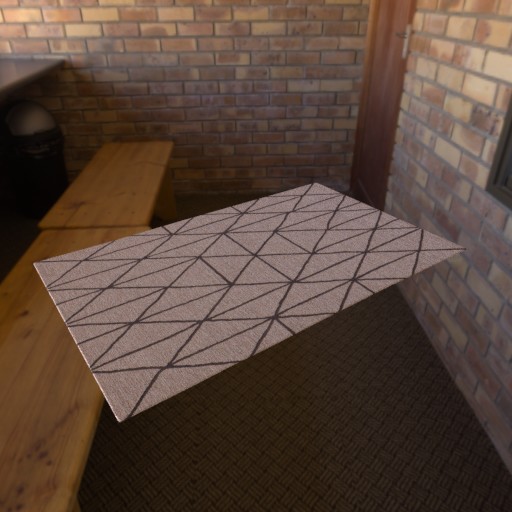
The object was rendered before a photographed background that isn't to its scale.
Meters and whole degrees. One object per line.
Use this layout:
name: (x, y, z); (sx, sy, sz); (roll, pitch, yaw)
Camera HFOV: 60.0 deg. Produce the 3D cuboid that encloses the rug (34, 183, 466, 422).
rug: (0.000, 0.000, 2.961); (2.465, 0.008, 1.526); (-20, 36, -30)
